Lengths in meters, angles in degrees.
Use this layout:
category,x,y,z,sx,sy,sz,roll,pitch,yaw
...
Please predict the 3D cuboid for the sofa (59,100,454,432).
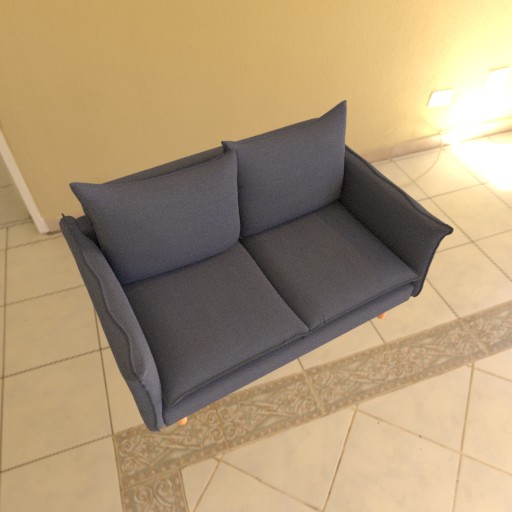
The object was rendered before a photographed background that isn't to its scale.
category,x,y,z,sx,sy,sz,roll,pitch,yaw
sofa,0.000,0.000,1.807,1.300,0.840,0.820,-23,51,-20
